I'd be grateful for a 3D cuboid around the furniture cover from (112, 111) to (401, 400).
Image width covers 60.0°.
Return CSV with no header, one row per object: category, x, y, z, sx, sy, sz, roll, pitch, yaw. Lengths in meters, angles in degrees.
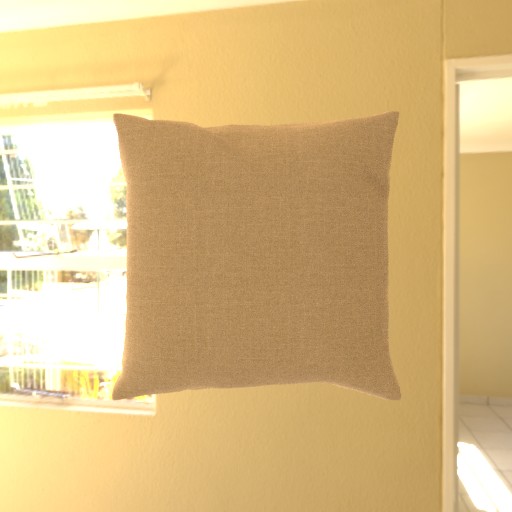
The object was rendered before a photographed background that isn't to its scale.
furniture cover,0.000,0.000,0.662,0.431,0.431,0.139,0,0,0
